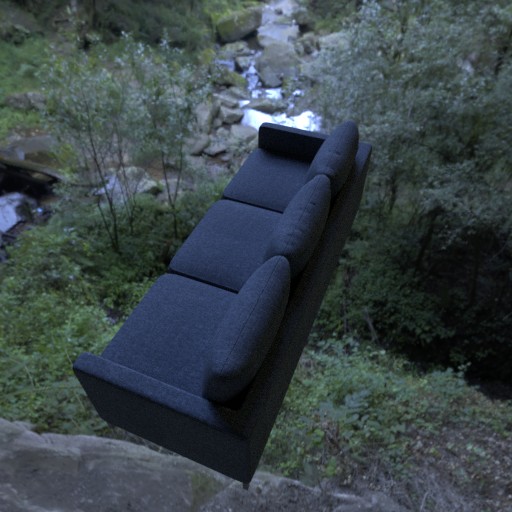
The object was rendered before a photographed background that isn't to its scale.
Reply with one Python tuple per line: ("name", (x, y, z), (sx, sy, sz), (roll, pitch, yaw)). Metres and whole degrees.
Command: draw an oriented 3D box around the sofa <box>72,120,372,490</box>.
("sofa", (0.000, 0.000, 2.648), (0.859, 0.874, 2.218), (17, 49, 15))
